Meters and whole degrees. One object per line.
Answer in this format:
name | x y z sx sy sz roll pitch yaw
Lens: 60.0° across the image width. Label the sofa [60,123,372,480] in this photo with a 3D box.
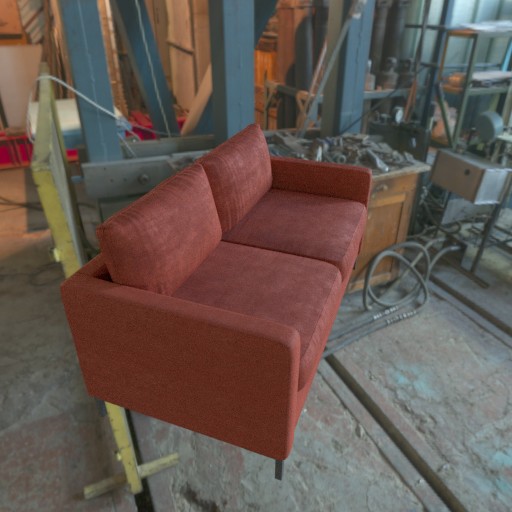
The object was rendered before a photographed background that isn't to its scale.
sofa | 0.000 0.000 2.105 0.864 0.896 1.574 11 32 18
